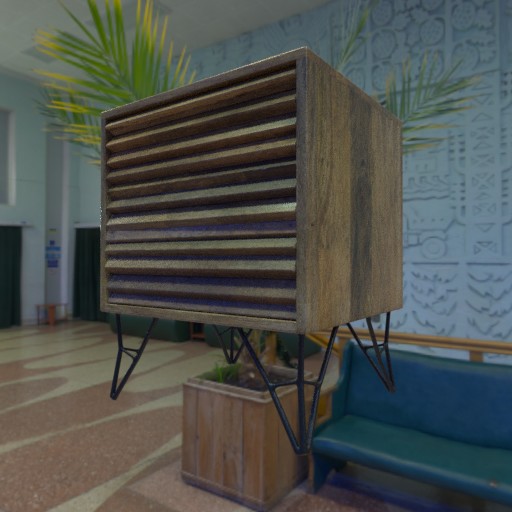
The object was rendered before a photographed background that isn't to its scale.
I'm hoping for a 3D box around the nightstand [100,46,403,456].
[{"bbox_3d":[0.000,0.000,0.886,0.457,0.559,0.406,0,-1,36],"label":"nightstand"}]
